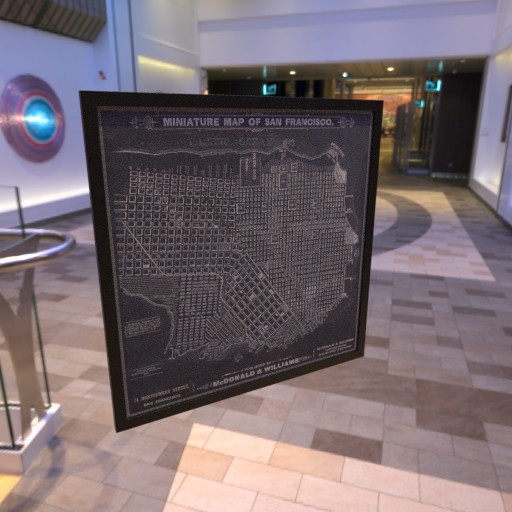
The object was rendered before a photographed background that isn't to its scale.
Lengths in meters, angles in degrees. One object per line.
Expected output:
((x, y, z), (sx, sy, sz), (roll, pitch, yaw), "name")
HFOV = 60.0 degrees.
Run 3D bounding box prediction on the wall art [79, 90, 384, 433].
((0.000, 0.000, 1.189), (0.807, 0.807, 0.022), (-9, 19, -27), "wall art")
